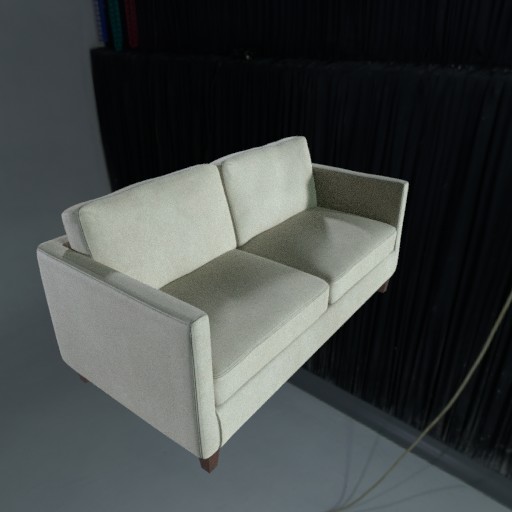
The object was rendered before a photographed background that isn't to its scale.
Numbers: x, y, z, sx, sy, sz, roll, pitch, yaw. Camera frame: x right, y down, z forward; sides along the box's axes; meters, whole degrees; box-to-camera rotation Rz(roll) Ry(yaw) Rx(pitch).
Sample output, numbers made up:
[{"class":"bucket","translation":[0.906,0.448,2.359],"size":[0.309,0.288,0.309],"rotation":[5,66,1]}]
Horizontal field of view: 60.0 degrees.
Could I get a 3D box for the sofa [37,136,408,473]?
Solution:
[{"class":"sofa","translation":[0.000,0.000,2.340],"size":[0.950,0.940,1.846],"rotation":[19,32,33]}]
